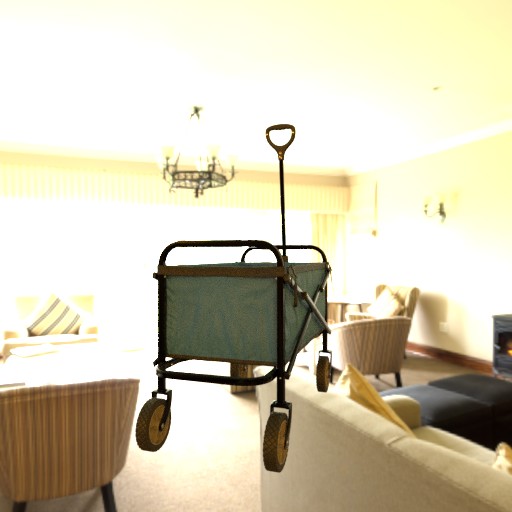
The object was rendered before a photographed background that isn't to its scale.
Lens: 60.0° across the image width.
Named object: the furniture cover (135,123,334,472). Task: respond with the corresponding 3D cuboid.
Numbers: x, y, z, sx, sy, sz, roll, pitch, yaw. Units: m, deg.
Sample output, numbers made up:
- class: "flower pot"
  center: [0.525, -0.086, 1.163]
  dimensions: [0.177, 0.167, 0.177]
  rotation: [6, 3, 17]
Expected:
- class: "furniture cover"
  center: [0.000, 0.000, 1.829]
  dimensions: [0.532, 1.295, 1.038]
  rotation: [0, 0, 19]
